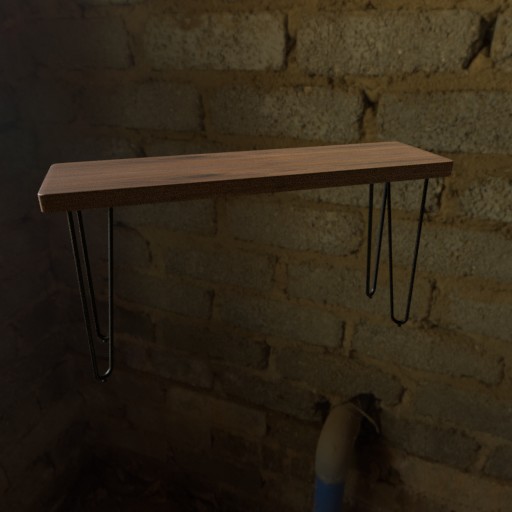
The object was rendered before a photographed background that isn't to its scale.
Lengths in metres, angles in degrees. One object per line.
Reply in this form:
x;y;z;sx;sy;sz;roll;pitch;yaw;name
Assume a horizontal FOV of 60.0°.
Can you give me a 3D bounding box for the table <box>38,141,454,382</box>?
0.000;0.000;1.961;1.570;0.834;0.425;-7;27;-15;table
